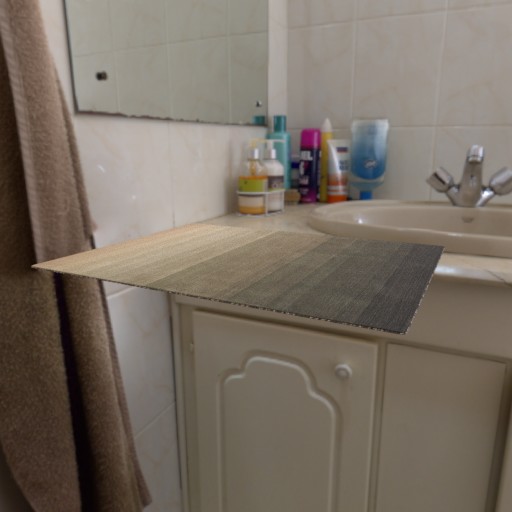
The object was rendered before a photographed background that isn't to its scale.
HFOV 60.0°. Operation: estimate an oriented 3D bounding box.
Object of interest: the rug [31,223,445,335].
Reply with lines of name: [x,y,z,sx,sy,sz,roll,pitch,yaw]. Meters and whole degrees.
rug: [0.000,0.000,3.897,2.902,0.017,2.305,7,15,26]
